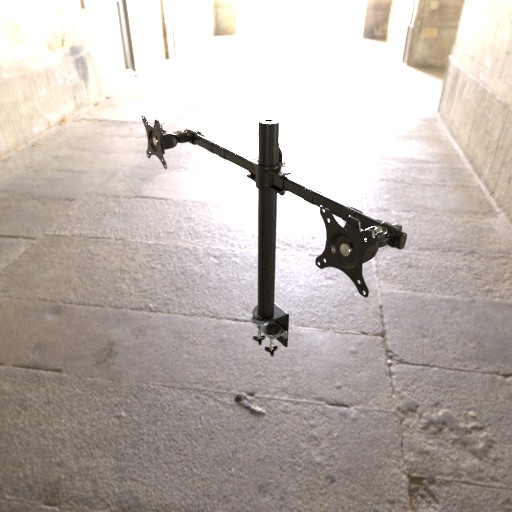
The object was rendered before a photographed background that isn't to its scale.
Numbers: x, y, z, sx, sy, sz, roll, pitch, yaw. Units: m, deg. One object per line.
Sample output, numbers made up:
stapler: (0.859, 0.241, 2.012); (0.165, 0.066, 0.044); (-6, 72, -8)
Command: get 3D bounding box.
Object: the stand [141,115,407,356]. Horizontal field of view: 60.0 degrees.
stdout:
stand: (0.000, 0.000, 1.013); (0.150, 0.603, 0.743); (-22, 38, -30)
